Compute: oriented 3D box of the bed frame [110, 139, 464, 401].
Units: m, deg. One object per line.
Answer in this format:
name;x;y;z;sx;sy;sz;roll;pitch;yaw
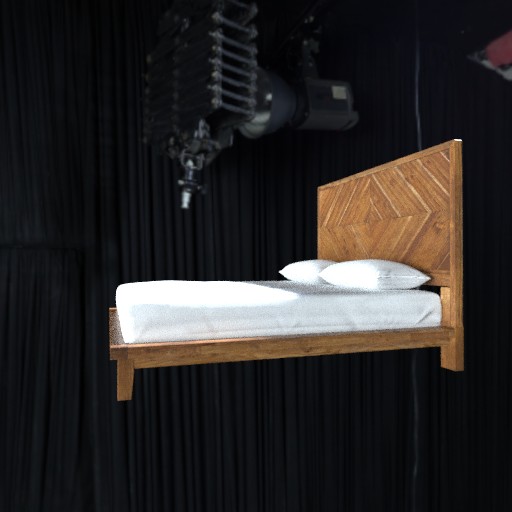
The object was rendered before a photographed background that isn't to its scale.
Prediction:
bed frame;0.000;0.000;3.573;2.235;1.537;2.038;0;-1;-18
